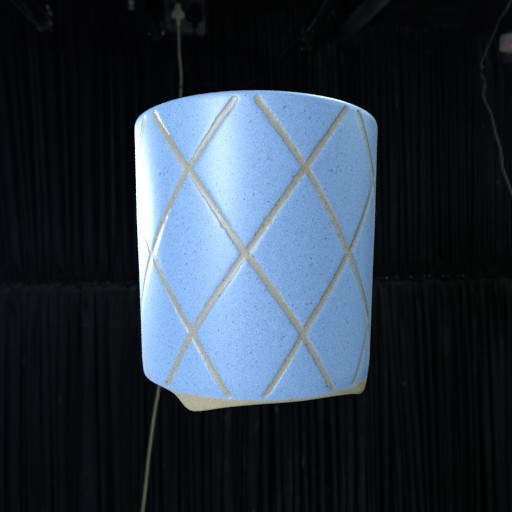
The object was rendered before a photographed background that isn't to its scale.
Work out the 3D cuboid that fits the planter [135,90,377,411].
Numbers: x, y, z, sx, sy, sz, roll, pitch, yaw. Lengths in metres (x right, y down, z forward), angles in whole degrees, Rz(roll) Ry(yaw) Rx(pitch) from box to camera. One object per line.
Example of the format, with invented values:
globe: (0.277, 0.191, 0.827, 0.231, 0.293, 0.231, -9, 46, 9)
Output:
planter: (0.000, 0.000, 0.361, 0.191, 0.200, 0.191, 0, 0, 0)
